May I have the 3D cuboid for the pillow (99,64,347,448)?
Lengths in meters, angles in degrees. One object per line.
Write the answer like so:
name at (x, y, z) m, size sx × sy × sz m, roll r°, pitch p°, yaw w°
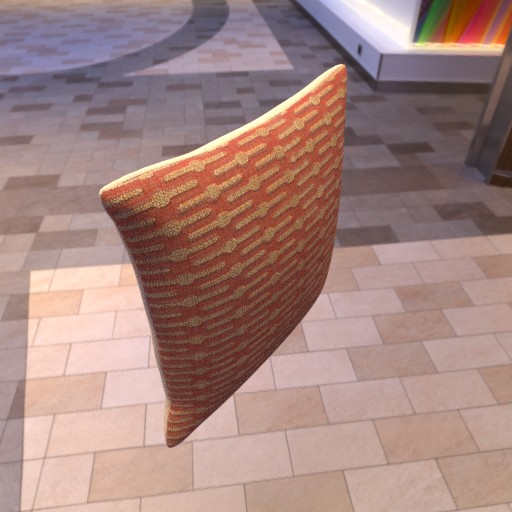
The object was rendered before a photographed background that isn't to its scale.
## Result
pillow at (0.000, 0.000, 0.747) m, size 0.182 × 0.503 × 0.511 m, roll 26°, pitch 46°, yaw 27°
